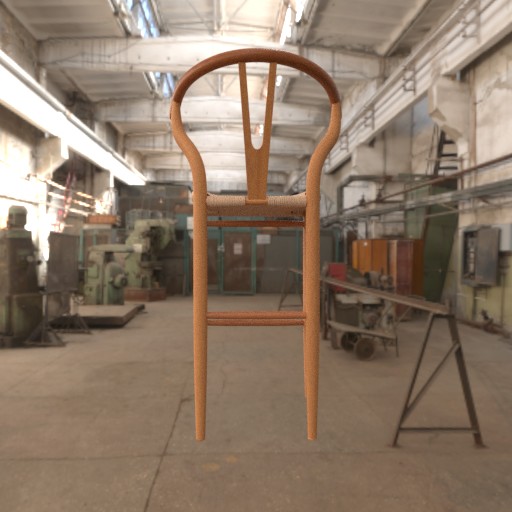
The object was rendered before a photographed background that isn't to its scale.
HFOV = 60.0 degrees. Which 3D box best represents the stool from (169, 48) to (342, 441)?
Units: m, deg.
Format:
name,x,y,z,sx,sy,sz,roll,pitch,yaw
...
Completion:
name,x,y,z,sx,sy,sz,roll,pitch,yaw
stool,0.000,0.000,1.405,0.574,1.068,0.561,0,1,-1
